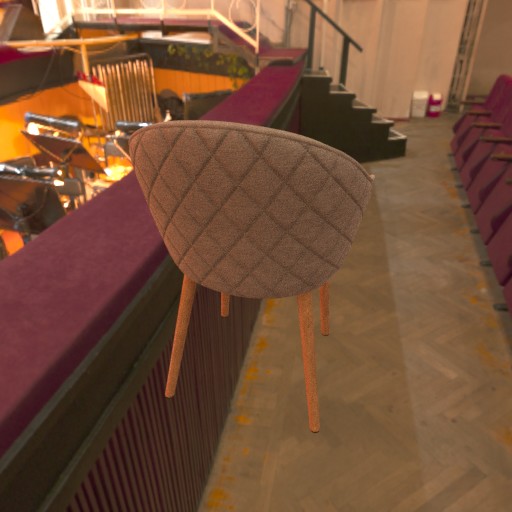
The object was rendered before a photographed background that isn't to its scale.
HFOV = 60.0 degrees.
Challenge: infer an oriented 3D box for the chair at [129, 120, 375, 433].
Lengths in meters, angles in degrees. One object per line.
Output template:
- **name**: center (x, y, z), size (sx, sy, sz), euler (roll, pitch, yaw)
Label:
- **chair**: center (0.000, 0.000, 1.154), size (0.540, 0.800, 0.530), euler (8, 31, 14)
